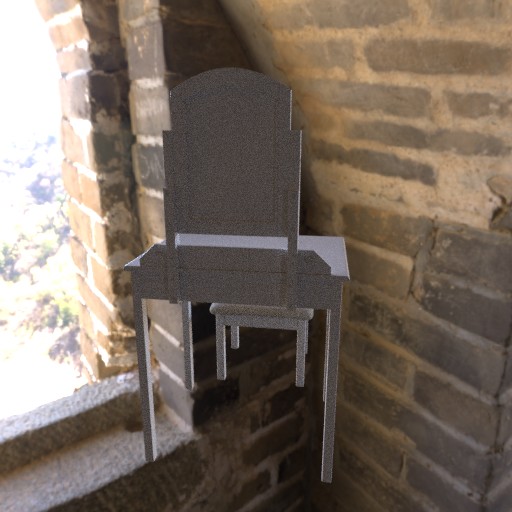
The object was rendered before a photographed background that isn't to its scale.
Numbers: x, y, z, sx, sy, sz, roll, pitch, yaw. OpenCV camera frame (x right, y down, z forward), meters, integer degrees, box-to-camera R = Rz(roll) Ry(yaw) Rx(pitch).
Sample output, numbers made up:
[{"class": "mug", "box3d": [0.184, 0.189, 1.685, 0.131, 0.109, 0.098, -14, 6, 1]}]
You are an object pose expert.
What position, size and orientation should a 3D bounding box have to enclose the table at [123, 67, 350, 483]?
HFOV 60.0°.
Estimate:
[{"class": "table", "box3d": [0.000, 0.000, 2.256, 0.876, 1.631, 1.211, 2, 16, 9]}]
